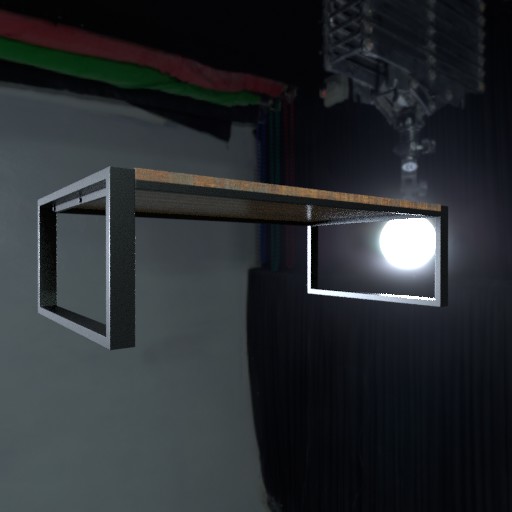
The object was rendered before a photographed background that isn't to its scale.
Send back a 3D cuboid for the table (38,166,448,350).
[{"bbox_3d":[0.000,0.000,1.659,1.350,0.400,0.750,0,0,-37],"label":"table"}]
